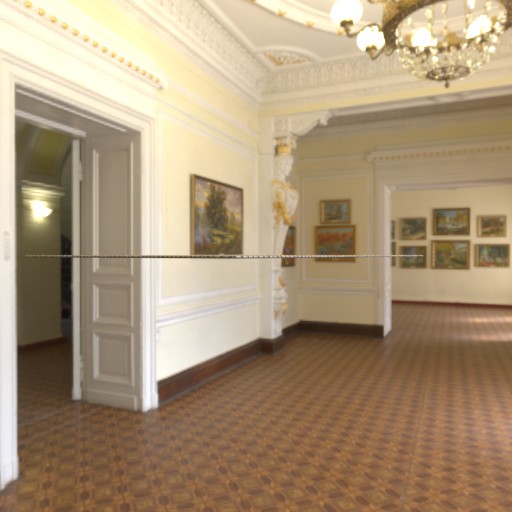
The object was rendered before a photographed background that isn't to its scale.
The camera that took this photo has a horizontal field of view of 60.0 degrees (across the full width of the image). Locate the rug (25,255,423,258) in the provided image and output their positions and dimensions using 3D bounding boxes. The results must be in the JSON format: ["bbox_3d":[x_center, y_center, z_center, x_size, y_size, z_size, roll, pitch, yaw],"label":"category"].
[{"bbox_3d":[0.000,0.000,2.219,1.144,0.008,1.752,0,0,37],"label":"rug"}]
